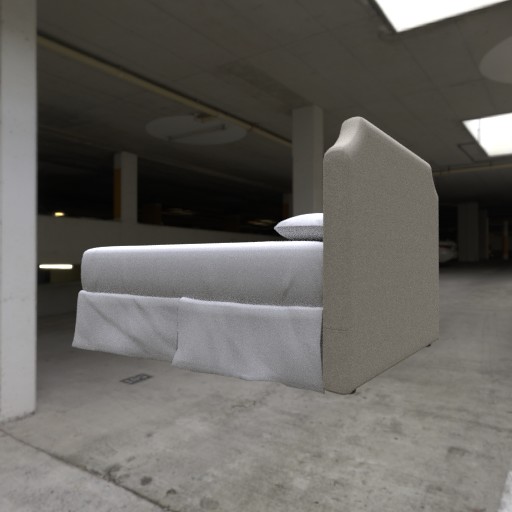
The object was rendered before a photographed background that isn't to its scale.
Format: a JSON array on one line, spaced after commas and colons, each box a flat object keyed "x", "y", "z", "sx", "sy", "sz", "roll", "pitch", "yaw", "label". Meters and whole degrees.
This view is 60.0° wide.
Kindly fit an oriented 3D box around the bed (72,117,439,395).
[{"x": 0.000, "y": 0.000, "z": 3.173, "sx": 2.116, "sy": 1.290, "sz": 1.693, "roll": 0, "pitch": -1, "yaw": 35, "label": "bed"}]
